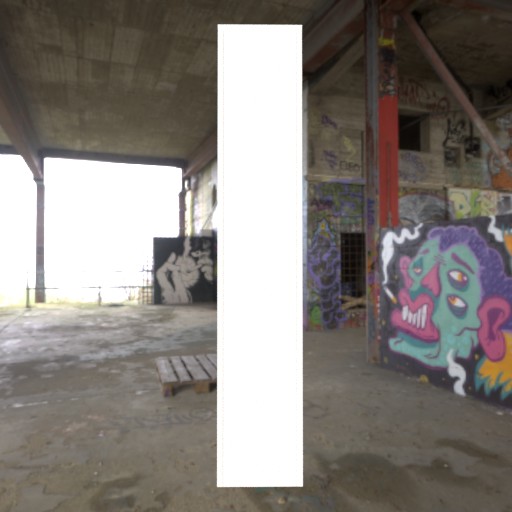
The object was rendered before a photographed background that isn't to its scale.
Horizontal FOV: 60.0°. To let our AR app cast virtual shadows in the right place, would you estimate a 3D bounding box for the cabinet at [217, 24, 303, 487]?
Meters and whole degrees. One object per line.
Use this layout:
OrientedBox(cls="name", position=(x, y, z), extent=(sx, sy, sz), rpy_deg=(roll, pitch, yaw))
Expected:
OrientedBox(cls="cabinet", position=(0.000, 0.000, 1.602), extent=(0.250, 1.280, 0.750), rpy_deg=(0, -1, -1))
